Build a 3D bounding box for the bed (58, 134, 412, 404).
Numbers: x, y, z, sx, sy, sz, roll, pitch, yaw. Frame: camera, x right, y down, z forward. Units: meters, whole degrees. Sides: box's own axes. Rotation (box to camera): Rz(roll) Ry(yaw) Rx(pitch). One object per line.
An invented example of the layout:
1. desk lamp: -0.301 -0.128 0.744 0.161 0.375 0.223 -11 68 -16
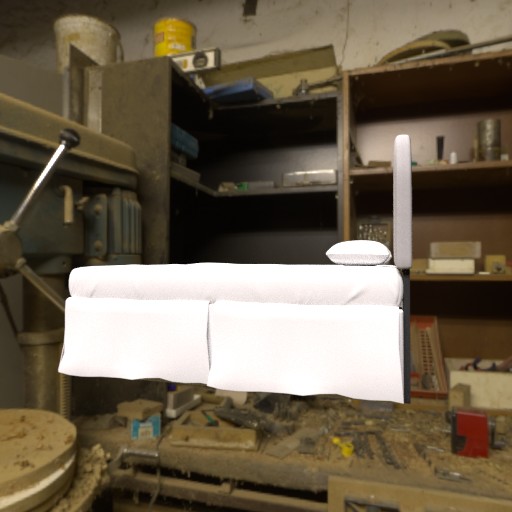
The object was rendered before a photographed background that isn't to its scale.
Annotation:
1. bed: 0.000 0.000 3.065 2.005 1.410 1.607 0 -1 18
